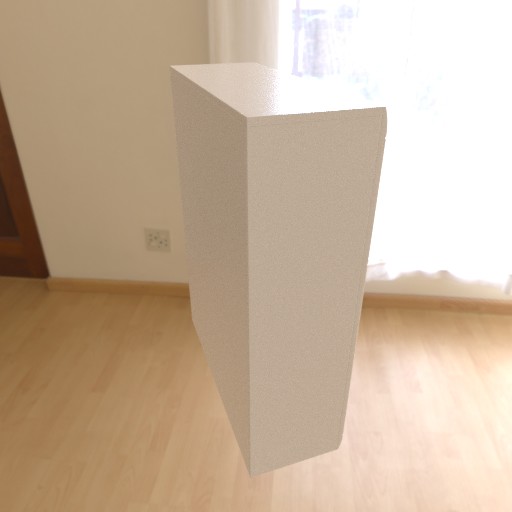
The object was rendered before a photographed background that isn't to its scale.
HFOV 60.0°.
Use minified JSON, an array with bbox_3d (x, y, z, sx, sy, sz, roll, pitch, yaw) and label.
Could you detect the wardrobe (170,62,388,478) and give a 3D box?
[{"bbox_3d":[0.000,0.000,1.616,0.360,1.200,0.900,-10,31,-17],"label":"wardrobe"}]
